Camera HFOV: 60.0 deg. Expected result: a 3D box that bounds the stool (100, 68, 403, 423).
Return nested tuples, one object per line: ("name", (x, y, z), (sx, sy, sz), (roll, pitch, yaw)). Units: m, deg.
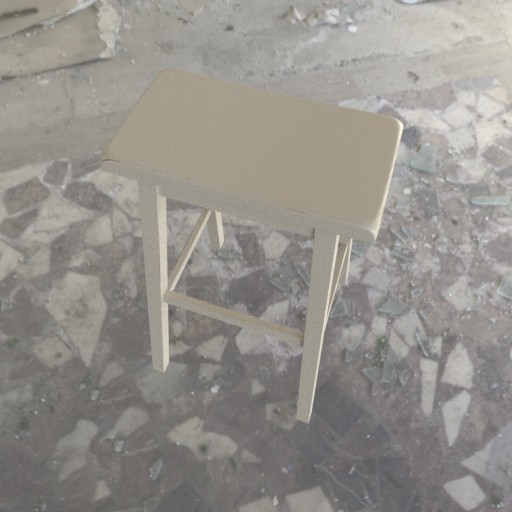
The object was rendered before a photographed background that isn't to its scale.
("stool", (0.000, 0.000, 1.029), (0.457, 0.737, 0.476), (16, 60, 10))
